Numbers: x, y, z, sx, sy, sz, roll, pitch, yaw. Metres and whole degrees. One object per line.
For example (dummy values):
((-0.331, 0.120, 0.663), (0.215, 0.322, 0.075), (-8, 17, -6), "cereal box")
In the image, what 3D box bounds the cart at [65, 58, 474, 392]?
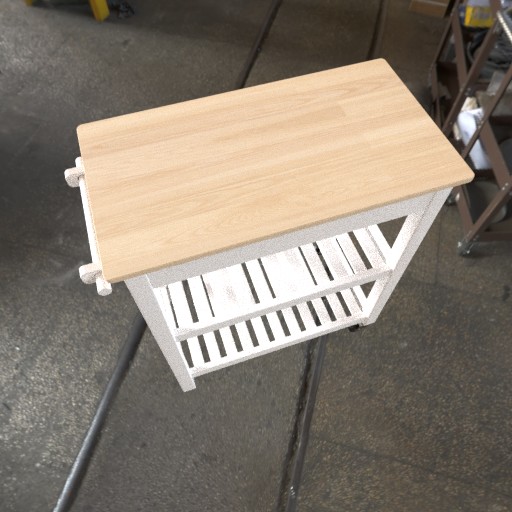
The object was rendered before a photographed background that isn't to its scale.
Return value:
((0.000, 0.000, 1.433), (0.899, 0.927, 0.457), (-16, 60, -10), "cart")
